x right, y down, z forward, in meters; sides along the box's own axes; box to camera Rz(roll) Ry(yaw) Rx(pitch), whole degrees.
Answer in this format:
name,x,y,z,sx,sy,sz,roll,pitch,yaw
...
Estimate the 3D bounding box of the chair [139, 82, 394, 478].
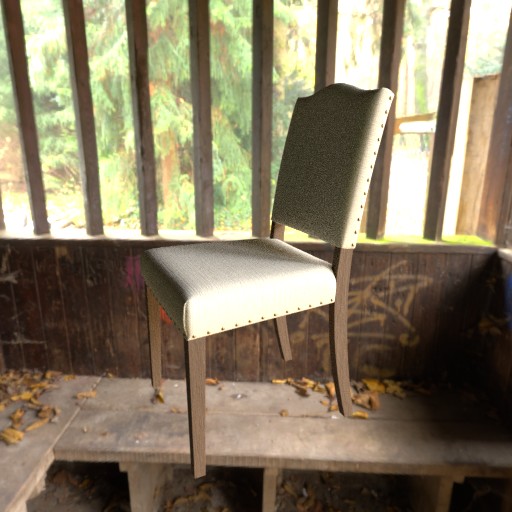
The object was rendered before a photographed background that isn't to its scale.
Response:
name,x,y,z,sx,sy,sz,roll,pitch,yaw
chair,0.000,0.000,1.361,0.619,1.015,0.508,-8,18,-25
